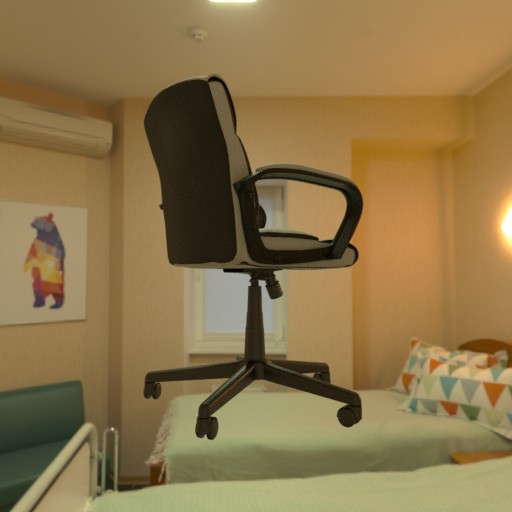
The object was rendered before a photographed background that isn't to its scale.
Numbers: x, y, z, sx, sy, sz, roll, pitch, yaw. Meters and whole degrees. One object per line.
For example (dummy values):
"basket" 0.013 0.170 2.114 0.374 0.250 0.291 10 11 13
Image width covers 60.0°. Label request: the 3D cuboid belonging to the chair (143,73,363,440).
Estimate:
"chair" 0.000 0.000 1.521 0.717 1.004 0.739 2 -3 -36
